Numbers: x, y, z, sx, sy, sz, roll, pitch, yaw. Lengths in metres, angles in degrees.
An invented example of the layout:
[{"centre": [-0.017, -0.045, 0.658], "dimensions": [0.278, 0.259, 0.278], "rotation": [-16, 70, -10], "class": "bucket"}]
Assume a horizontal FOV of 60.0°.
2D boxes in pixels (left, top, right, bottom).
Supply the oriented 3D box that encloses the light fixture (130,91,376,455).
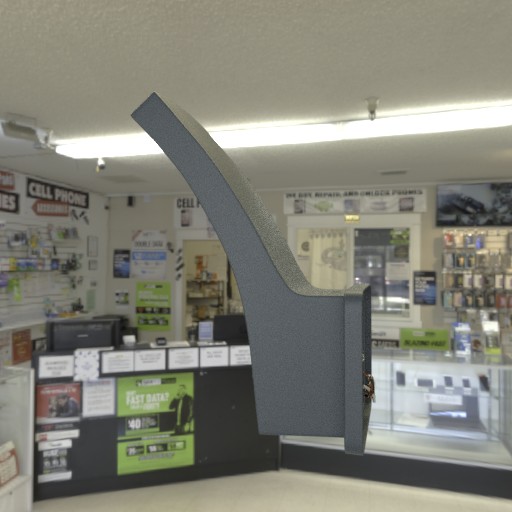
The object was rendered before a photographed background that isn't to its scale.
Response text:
[{"centre": [0.000, 0.000, 0.338], "dimensions": [0.174, 0.243, 0.108], "rotation": [0, -1, 17], "class": "light fixture"}]
